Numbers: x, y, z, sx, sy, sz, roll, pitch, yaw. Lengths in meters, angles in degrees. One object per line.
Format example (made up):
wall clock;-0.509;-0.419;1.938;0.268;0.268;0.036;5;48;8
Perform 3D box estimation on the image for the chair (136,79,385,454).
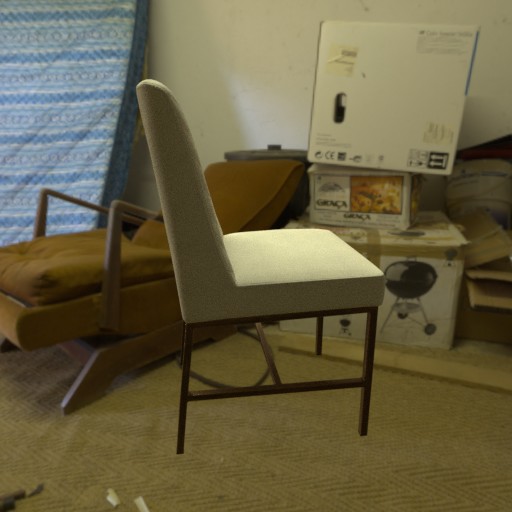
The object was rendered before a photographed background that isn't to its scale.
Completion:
chair;0.000;0.000;1.295;0.597;0.933;0.503;-2;17;-8
